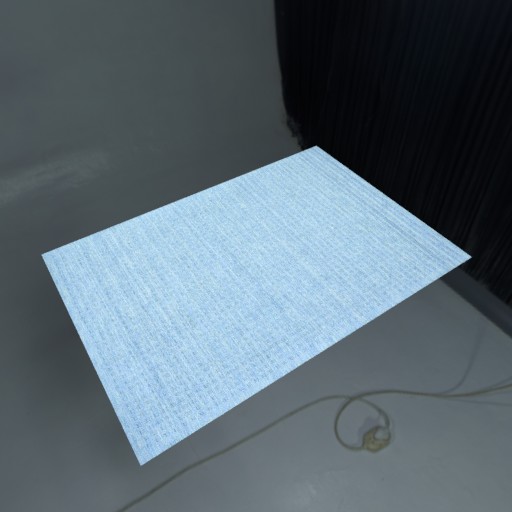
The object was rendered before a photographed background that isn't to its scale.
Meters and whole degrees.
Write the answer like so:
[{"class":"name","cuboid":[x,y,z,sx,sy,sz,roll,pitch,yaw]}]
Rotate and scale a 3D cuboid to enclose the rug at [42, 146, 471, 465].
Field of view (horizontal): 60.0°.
[{"class":"rug","cuboid":[0.000,0.000,3.618,2.895,0.006,1.982,-26,52,-23]}]
